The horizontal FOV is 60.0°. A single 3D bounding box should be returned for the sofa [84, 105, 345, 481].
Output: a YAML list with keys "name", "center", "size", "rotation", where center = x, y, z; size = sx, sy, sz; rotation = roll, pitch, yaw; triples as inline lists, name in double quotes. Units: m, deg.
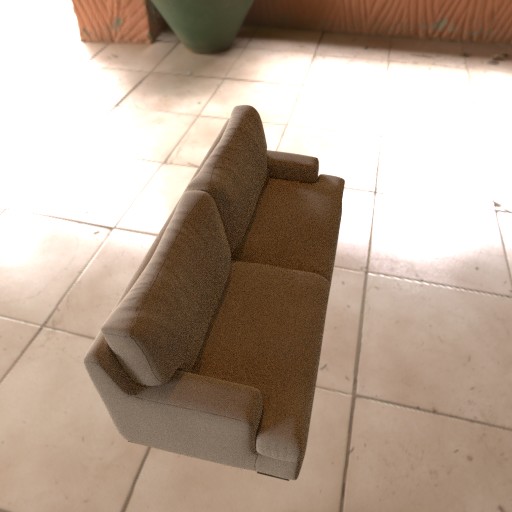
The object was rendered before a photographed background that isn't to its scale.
- name: "sofa"
  center: [0.000, 0.000, 2.629]
  size: [0.929, 0.925, 2.147]
  rotation: [9, 45, 10]
